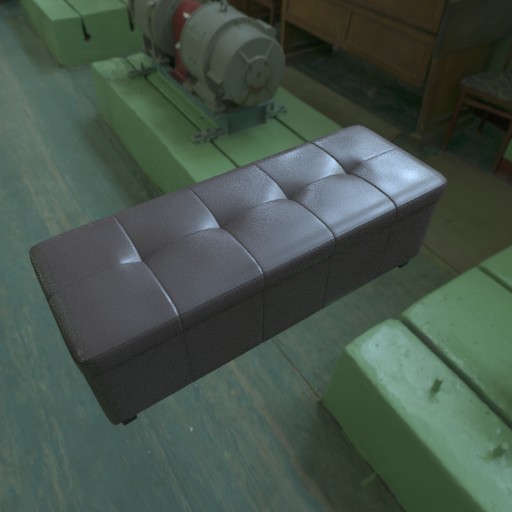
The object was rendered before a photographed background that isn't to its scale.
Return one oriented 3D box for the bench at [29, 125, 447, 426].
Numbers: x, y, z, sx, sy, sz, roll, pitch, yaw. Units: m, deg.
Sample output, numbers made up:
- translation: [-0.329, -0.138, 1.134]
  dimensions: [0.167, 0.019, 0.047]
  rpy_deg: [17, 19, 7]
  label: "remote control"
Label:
- translation: [0.000, 0.000, 1.445]
  dimensions: [1.219, 0.417, 0.450]
  rpy_deg: [-25, 51, -23]
  label: "bench"
